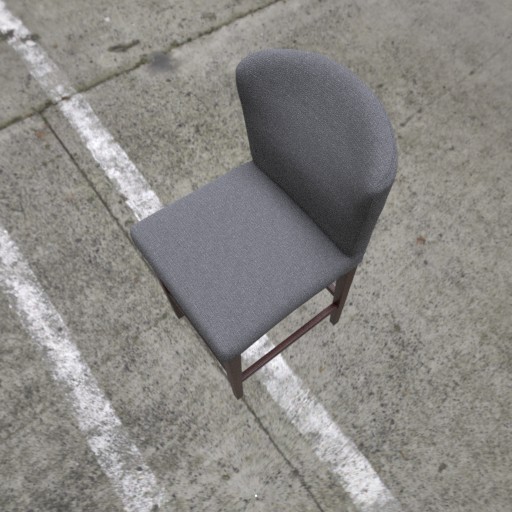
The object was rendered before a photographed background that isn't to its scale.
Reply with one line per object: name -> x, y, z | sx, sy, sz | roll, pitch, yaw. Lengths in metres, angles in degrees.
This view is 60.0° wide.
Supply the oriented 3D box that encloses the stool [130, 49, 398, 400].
stool -> 0.000, 0.000, 1.363 | 0.568, 1.069, 0.486 | -34, 67, -17
